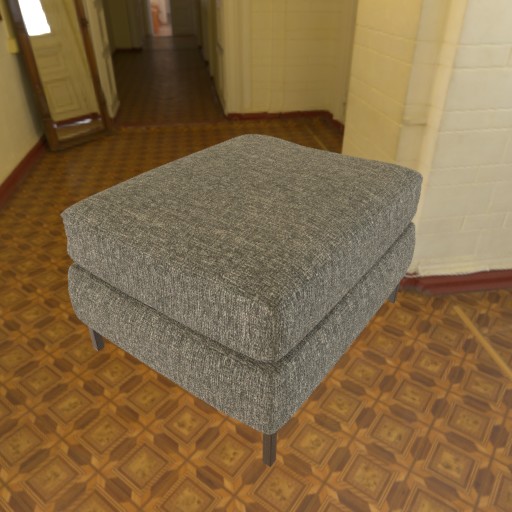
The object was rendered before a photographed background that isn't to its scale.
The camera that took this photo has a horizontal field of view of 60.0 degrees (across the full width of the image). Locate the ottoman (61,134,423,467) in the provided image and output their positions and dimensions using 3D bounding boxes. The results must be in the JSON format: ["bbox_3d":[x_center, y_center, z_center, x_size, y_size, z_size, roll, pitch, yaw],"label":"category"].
[{"bbox_3d":[0.000,0.000,1.241,0.683,0.480,0.828,21,38,30],"label":"ottoman"}]
